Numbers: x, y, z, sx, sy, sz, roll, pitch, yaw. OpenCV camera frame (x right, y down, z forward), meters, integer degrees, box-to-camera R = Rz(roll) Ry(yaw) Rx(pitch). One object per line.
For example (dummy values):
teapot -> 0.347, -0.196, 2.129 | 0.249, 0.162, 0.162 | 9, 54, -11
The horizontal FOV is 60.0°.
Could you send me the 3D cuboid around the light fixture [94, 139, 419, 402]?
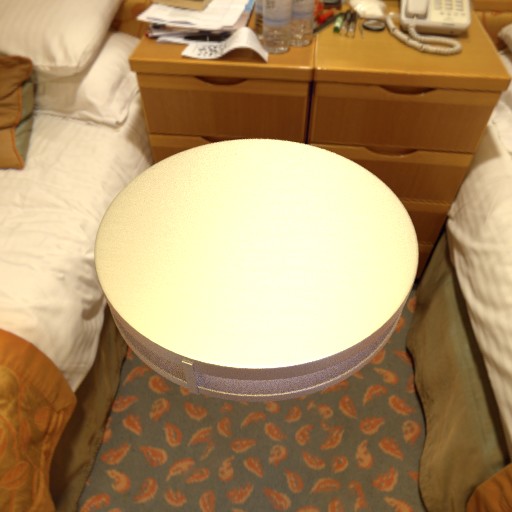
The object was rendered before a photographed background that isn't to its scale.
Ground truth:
light fixture -> 0.000, 0.000, 0.535 | 0.356, 0.102, 0.356 | 0, 47, 0
